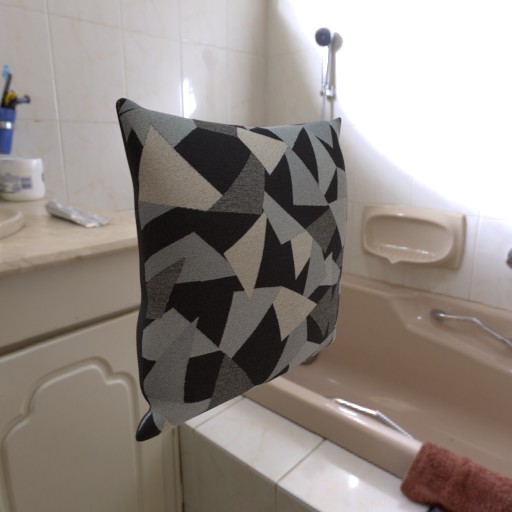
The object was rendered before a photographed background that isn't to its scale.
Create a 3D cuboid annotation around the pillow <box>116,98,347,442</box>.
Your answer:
[{"bbox_3d":[0.000,0.000,0.776,0.208,0.496,0.503,14,20,43],"label":"pillow"}]
